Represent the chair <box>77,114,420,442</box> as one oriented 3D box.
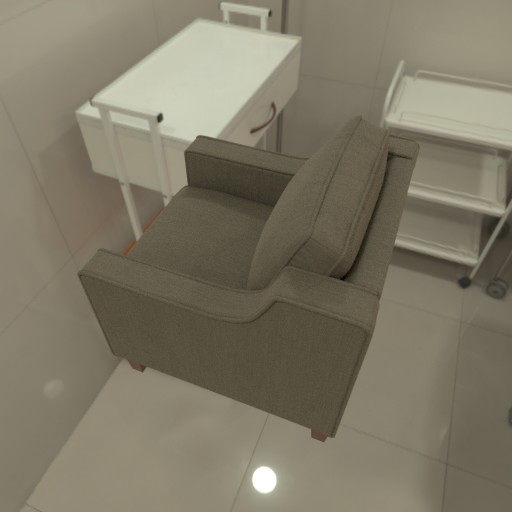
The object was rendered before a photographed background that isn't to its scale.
[{"bbox_3d":[0.000,0.000,1.639,0.909,0.960,0.831,16,49,14],"label":"chair"}]
